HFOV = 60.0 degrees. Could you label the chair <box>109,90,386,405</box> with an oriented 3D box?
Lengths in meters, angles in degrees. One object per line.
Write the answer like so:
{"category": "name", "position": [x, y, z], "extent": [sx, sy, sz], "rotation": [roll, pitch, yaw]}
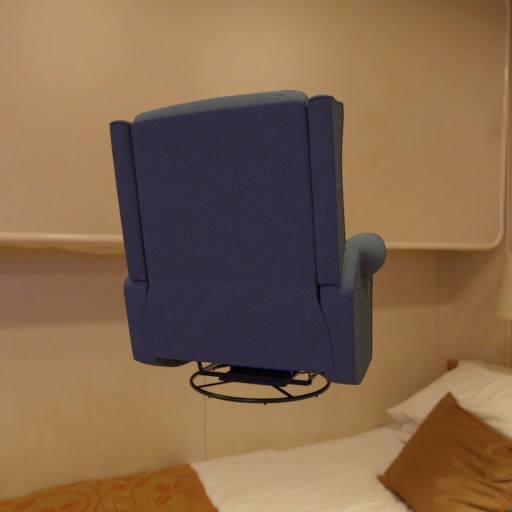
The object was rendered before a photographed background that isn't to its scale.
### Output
{"category": "chair", "position": [0.000, 0.000, 1.761], "extent": [0.971, 1.020, 0.877], "rotation": [0, 0, 20]}
